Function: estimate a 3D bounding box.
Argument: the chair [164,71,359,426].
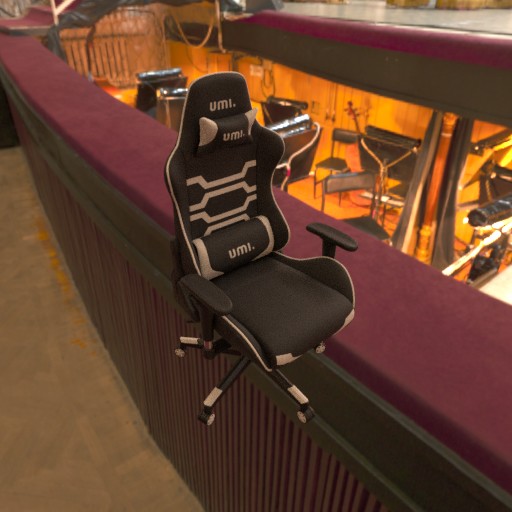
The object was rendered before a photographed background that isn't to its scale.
[{"bbox_3d":[0.000,0.000,1.666,0.700,1.240,0.700,-23,39,-32],"label":"chair"}]
